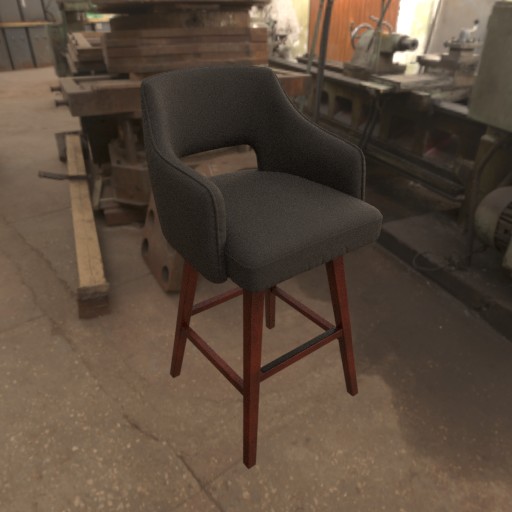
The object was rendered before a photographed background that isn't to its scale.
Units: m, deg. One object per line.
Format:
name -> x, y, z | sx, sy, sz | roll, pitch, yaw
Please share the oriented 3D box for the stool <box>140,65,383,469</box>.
stool -> 0.000, 0.000, 1.342 | 0.548, 1.012, 0.558 | -21, 36, -32
